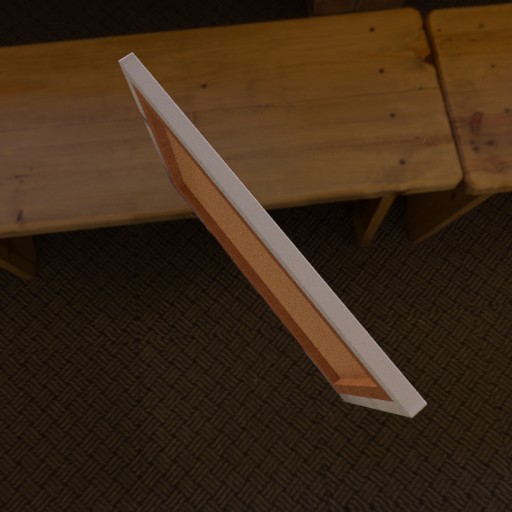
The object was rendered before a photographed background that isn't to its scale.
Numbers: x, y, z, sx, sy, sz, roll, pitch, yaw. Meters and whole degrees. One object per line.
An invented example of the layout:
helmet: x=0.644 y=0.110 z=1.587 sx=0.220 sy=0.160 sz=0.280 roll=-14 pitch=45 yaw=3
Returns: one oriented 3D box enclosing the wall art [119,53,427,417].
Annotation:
wall art: x=0.000 y=0.000 z=1.150 sx=0.037 sy=0.609 sz=0.916 roll=-37 pitch=78 yaw=-10
